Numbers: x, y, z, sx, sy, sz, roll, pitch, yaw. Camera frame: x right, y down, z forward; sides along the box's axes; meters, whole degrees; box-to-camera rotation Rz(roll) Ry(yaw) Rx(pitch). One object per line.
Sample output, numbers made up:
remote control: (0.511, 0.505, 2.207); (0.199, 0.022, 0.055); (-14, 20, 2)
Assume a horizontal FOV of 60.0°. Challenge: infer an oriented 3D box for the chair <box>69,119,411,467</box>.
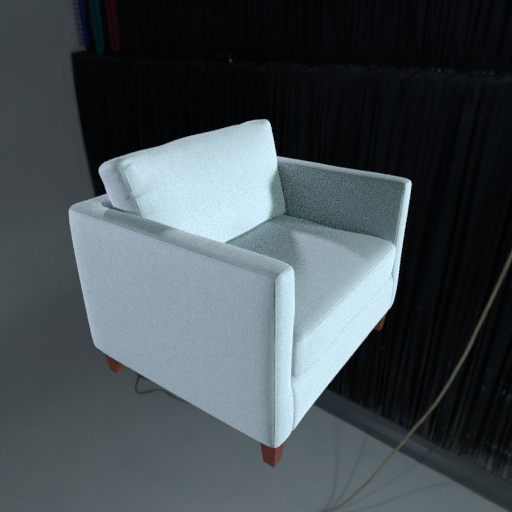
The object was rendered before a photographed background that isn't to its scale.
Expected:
chair: (0.000, 0.000, 1.869); (0.953, 0.961, 1.107); (17, 31, 31)
